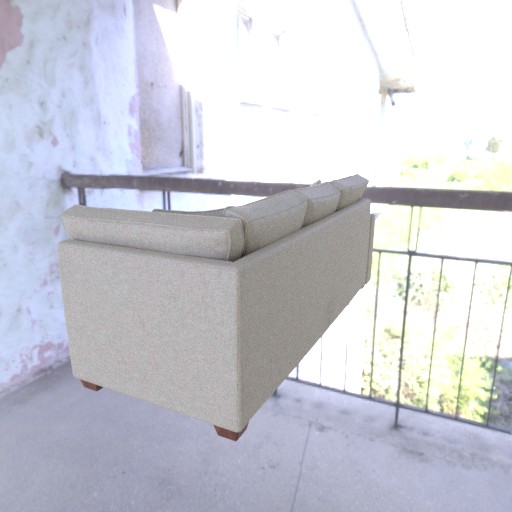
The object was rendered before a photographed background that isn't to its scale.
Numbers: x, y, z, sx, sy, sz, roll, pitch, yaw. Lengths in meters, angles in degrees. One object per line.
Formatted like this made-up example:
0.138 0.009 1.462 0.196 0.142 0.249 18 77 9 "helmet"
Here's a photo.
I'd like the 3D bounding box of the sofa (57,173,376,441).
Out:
0.000 0.000 2.924 1.061 0.962 2.317 7 17 26 "sofa"
